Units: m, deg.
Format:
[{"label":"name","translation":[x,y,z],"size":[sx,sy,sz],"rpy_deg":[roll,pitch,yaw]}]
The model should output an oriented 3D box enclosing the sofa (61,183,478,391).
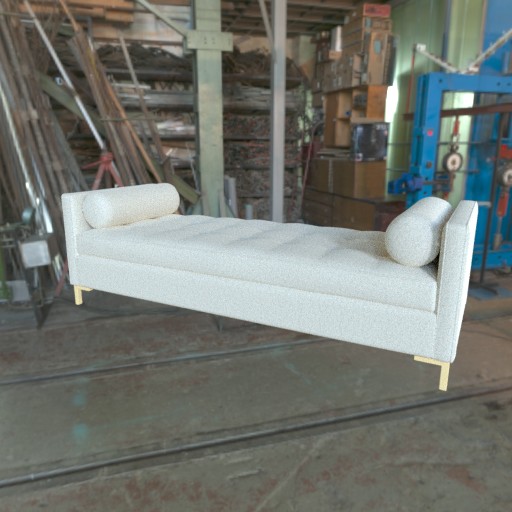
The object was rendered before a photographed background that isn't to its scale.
[{"label":"sofa","translation":[0.000,0.000,2.289],"size":[1.985,0.641,0.746],"rpy_deg":[7,16,27]}]
